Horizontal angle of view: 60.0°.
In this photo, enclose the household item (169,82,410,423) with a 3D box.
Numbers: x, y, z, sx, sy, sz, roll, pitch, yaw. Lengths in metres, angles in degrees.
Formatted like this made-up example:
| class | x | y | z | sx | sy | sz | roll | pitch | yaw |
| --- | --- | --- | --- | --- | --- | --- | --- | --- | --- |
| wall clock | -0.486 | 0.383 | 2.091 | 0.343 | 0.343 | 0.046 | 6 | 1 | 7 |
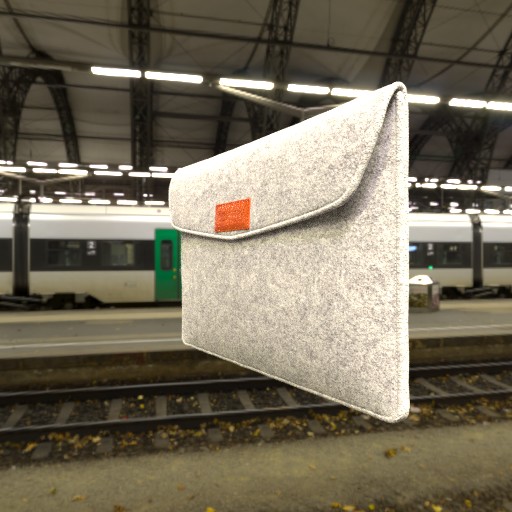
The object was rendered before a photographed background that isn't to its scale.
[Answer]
| class | x | y | z | sx | sy | sz | roll | pitch | yaw |
| --- | --- | --- | --- | --- | --- | --- | --- | --- | --- |
| household item | 0.000 | 0.000 | 0.421 | 0.057 | 0.221 | 0.335 | 0 | 0 | -34 |
